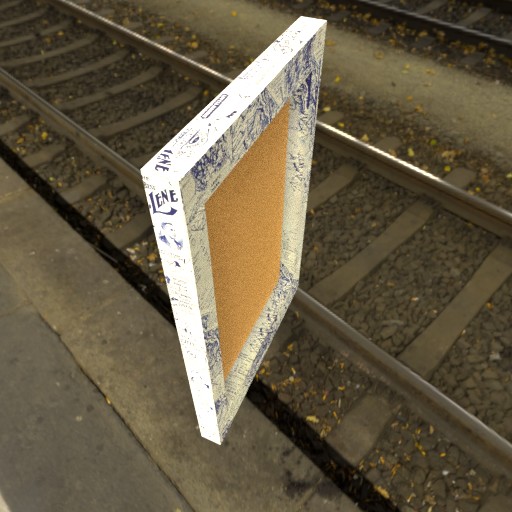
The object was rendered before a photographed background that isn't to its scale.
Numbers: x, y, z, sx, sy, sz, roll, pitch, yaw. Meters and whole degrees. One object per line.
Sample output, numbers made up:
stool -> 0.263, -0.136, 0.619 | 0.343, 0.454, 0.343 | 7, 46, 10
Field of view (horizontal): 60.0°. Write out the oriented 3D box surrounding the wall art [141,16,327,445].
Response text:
wall art -> 0.000, 0.000, 0.455 | 0.025, 0.376, 0.255 | 18, 49, 16
